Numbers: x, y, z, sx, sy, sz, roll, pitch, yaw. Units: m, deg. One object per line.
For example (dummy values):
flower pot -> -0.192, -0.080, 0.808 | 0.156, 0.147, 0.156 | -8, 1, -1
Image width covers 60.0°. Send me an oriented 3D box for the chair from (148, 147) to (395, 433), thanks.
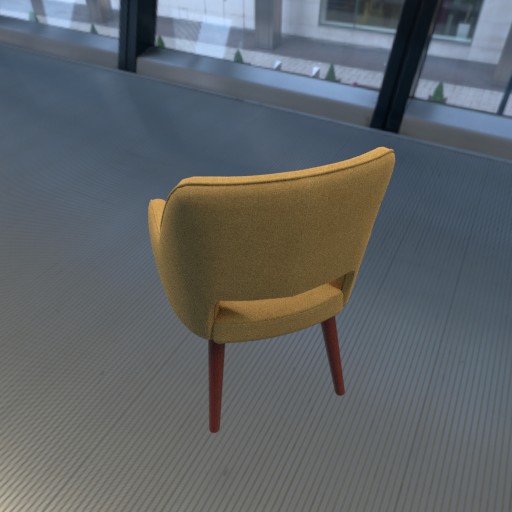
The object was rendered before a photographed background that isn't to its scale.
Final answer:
chair -> 0.000, 0.000, 1.246 | 0.548, 0.849, 0.605 | -12, 42, -13
